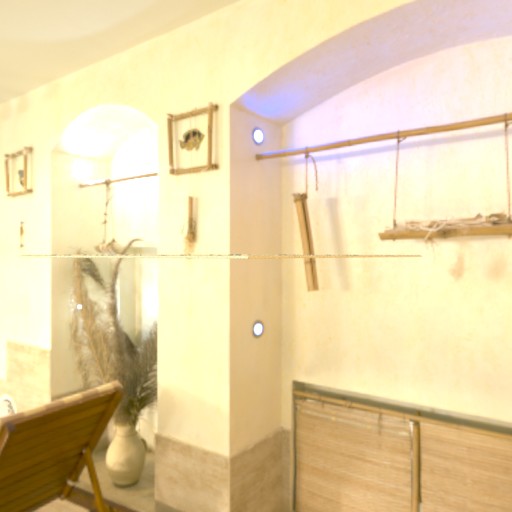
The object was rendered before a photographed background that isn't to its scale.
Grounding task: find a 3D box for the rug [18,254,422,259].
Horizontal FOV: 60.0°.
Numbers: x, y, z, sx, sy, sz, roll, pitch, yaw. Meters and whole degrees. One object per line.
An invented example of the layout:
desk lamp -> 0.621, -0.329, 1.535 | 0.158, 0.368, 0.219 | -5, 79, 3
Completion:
rug -> 0.000, 0.000, 3.456 | 1.819, 0.018, 2.746 | 0, 0, 35
